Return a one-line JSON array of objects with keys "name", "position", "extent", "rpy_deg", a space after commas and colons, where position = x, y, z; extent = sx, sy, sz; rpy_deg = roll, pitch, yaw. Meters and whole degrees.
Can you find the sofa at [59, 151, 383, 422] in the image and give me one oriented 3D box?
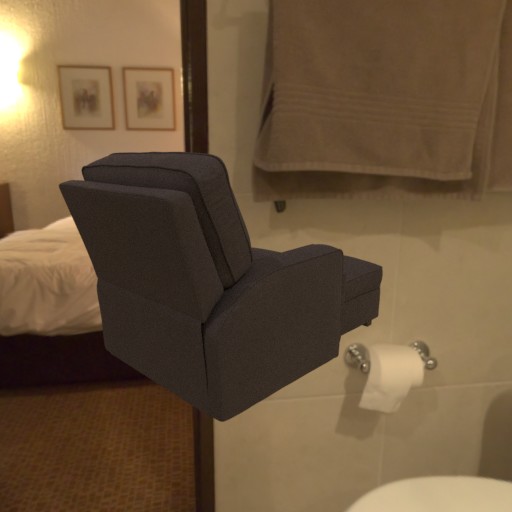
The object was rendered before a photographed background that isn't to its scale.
[{"name": "sofa", "position": [0.000, 0.000, 2.082], "extent": [0.861, 0.959, 1.472], "rpy_deg": [13, 19, 43]}]
